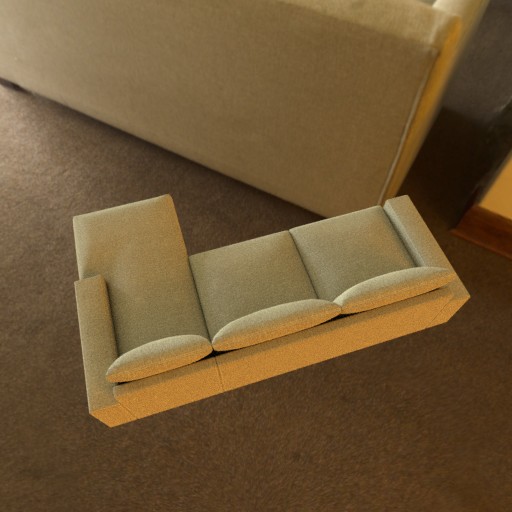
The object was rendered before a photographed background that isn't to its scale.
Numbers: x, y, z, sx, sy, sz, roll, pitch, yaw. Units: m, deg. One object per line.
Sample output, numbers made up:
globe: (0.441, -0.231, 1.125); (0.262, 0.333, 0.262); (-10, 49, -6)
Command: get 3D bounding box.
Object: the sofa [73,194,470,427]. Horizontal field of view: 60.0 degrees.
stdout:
sofa: (0.000, 0.000, 3.475); (2.718, 0.813, 1.689); (-15, 60, -9)
